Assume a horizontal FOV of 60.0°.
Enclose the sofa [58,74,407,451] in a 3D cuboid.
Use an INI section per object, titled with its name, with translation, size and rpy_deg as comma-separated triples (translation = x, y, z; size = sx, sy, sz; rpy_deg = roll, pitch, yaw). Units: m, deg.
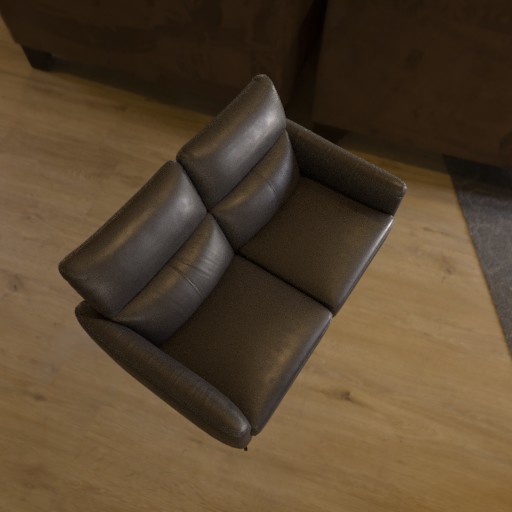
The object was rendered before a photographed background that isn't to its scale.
[sofa]
translation = 0.000, 0.000, 2.230
size = 0.958, 0.920, 1.596
rpy_deg = 31, 64, 17
